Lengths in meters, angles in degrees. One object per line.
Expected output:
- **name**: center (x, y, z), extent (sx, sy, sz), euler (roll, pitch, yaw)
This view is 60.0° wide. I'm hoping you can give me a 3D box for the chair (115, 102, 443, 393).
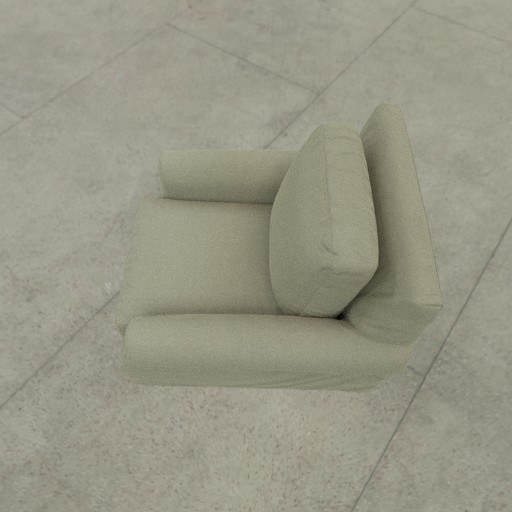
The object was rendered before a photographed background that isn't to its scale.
- **chair**: center (0.000, 0.000, 1.724), extent (1.066, 0.866, 0.940), euler (1, 58, 1)
